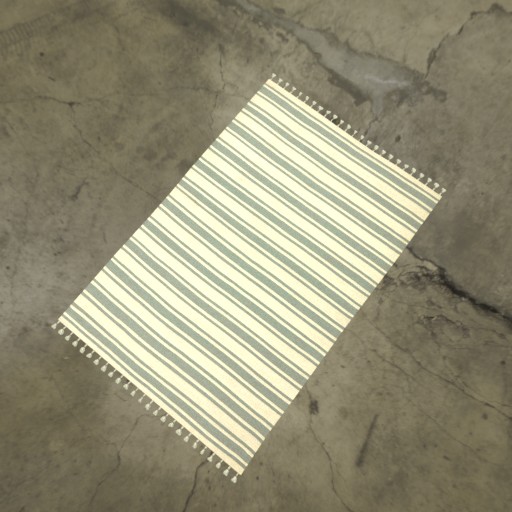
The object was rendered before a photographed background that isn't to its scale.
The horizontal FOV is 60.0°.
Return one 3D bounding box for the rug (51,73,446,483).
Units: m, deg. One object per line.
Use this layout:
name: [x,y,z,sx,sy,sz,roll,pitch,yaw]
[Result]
rug: [0.000,0.000,3.015,1.539,0.011,2.410,37,79,8]
